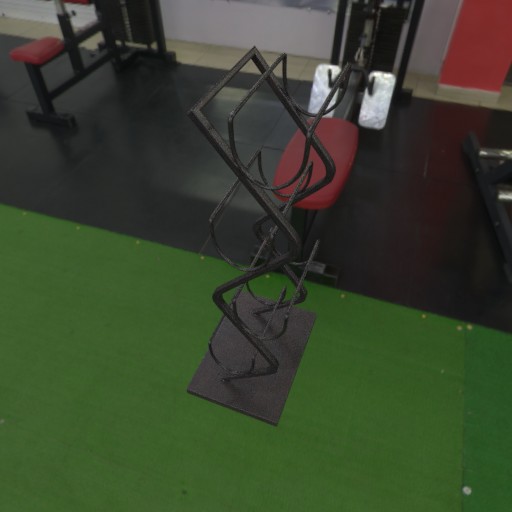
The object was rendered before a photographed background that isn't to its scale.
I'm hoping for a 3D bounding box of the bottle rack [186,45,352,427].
[{"bbox_3d":[0.000,0.000,0.686,0.178,0.559,0.254,16,48,15],"label":"bottle rack"}]
